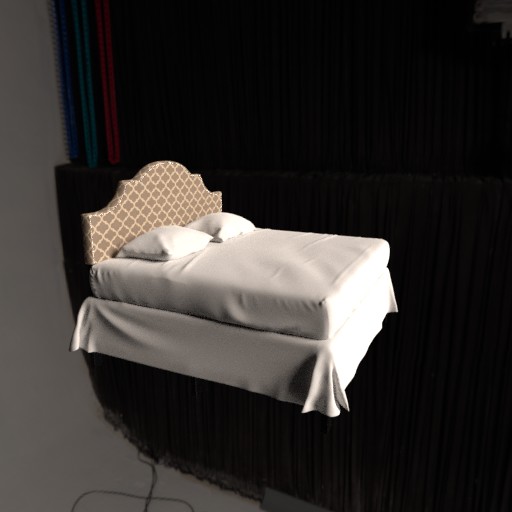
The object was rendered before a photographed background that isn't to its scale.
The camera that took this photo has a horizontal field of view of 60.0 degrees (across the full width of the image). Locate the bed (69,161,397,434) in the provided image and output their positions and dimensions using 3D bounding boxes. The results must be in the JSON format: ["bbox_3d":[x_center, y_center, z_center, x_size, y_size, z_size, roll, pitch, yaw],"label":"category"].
[{"bbox_3d":[0.000,0.000,3.878,2.222,1.601,2.314,7,15,25],"label":"bed"}]
